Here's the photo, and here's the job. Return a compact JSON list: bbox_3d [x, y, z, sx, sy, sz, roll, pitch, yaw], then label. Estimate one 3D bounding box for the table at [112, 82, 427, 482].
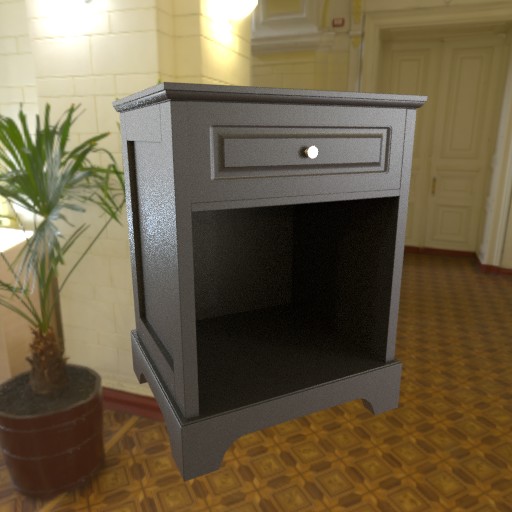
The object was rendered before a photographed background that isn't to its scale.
[{"bbox_3d":[0.000,0.000,0.912,0.460,0.610,0.399,-7,17,-25],"label":"table"}]
